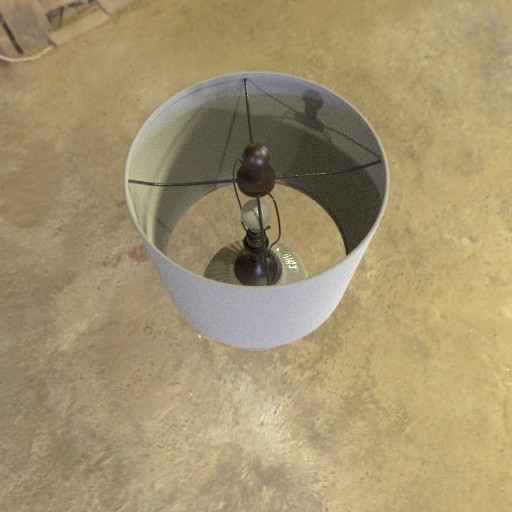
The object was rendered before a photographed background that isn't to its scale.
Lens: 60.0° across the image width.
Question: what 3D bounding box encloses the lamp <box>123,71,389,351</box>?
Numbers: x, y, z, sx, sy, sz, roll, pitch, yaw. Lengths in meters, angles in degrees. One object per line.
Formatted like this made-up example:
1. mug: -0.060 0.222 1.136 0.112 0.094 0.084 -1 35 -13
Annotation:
1. lamp: 0.000 0.000 0.756 0.318 0.567 0.318 0 64 0
